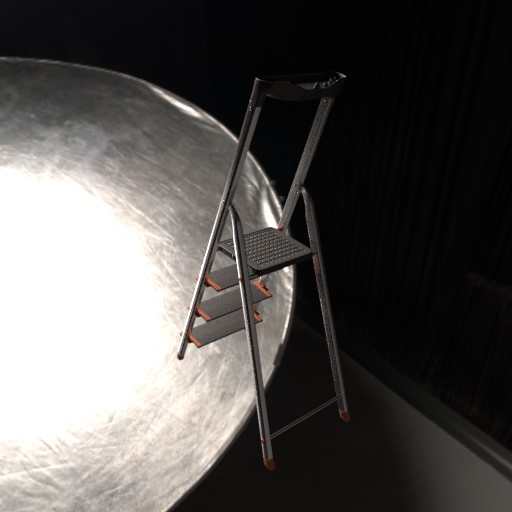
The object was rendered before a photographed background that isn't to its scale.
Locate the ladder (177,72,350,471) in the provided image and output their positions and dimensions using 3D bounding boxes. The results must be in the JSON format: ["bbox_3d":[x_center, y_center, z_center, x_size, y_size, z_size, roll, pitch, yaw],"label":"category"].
[{"bbox_3d":[0.000,0.000,1.833,0.452,1.429,0.834,-18,33,-31],"label":"ladder"}]
